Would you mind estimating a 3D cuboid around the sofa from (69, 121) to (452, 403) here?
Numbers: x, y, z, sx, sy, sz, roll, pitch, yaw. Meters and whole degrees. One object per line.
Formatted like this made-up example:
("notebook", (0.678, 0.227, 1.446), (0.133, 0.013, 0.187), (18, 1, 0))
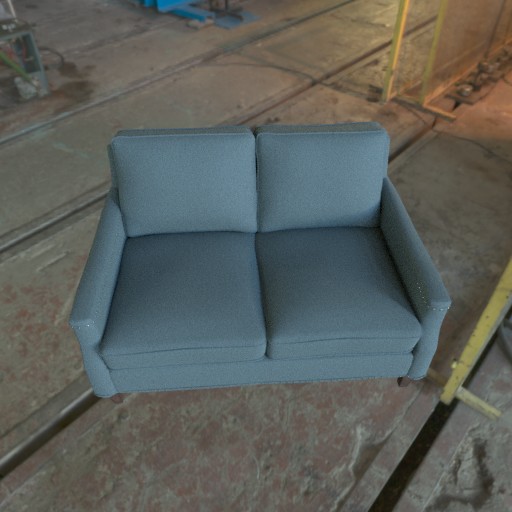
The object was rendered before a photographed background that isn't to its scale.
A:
("sofa", (0.000, 0.000, 2.232), (1.597, 1.003, 1.084), (-3, 45, -3))
